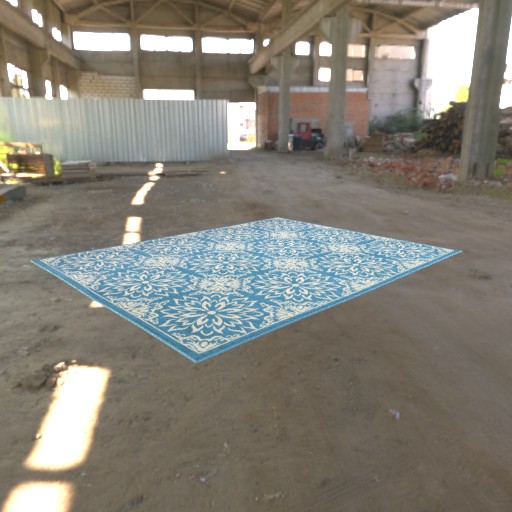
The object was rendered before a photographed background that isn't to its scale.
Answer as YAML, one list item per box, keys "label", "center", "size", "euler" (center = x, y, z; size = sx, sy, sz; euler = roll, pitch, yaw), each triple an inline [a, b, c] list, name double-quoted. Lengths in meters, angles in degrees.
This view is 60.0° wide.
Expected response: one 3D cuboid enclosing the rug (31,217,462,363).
- label: "rug"
  center: [0.000, 0.000, 3.858]
  size: [2.964, 0.018, 2.350]
  euler: [-14, 21, -41]
